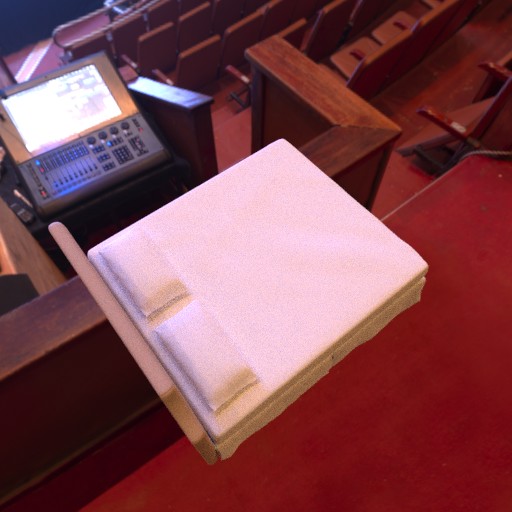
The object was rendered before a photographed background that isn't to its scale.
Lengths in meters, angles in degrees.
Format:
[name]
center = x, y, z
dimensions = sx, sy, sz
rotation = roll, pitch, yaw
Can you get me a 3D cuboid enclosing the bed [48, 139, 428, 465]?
[bed]
center = 0.000, 0.000, 4.160
dimensions = 2.773, 1.590, 2.350
rotation = -34, 65, -19
